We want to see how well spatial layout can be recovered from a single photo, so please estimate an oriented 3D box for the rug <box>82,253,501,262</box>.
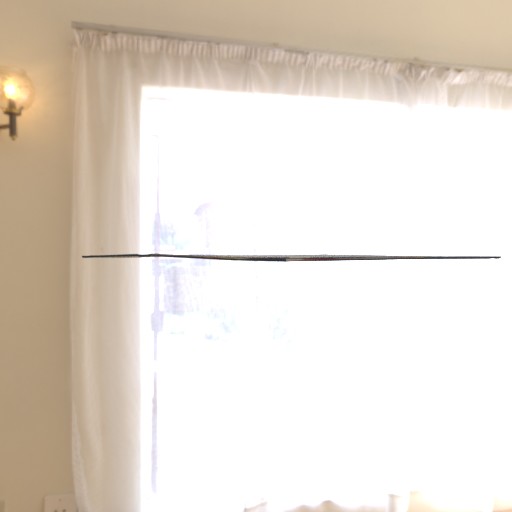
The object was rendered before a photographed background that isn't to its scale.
[{"bbox_3d":[0.000,0.000,2.168,1.159,0.025,1.793,0,0,-37],"label":"rug"}]
